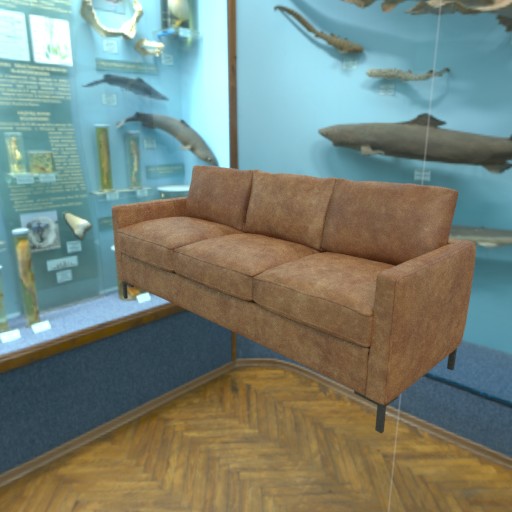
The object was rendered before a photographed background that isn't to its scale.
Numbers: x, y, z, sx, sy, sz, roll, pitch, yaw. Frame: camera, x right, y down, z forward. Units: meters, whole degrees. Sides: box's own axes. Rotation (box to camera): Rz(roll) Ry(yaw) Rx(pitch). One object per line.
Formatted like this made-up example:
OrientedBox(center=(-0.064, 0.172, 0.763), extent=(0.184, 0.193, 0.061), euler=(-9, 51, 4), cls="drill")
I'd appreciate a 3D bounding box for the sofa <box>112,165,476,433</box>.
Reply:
OrientedBox(center=(0.000, 0.000, 2.413), extent=(0.748, 0.863, 2.029), euler=(-15, 22, -42), cls="sofa")
